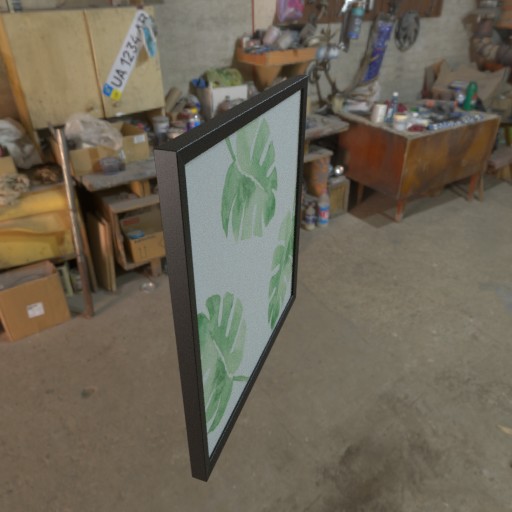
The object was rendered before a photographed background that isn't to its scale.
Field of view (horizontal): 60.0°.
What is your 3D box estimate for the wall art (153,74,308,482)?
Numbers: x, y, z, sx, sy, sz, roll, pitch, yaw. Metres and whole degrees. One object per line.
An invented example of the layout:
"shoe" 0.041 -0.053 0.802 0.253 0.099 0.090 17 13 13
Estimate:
"wall art" 0.000 0.000 1.132 0.038 0.765 0.765 10 32 17
